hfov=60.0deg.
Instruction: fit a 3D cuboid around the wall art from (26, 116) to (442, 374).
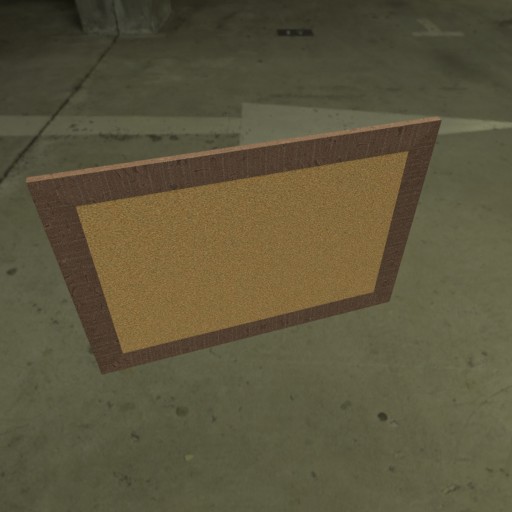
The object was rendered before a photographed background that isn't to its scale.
[{"bbox_3d":[0.000,0.000,1.154,0.917,0.626,0.019,-12,42,-13],"label":"wall art"}]
